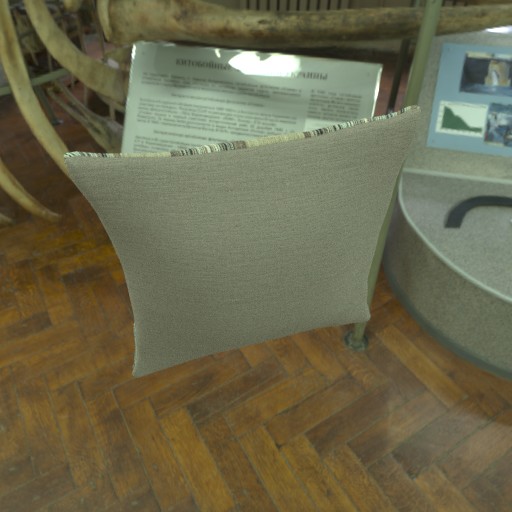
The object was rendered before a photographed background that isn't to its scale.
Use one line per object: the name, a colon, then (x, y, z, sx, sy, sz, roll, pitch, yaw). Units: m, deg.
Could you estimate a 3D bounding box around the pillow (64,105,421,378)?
pillow: (0.000, 0.000, 0.656, 0.435, 0.416, 0.189, -11, 44, -12)
